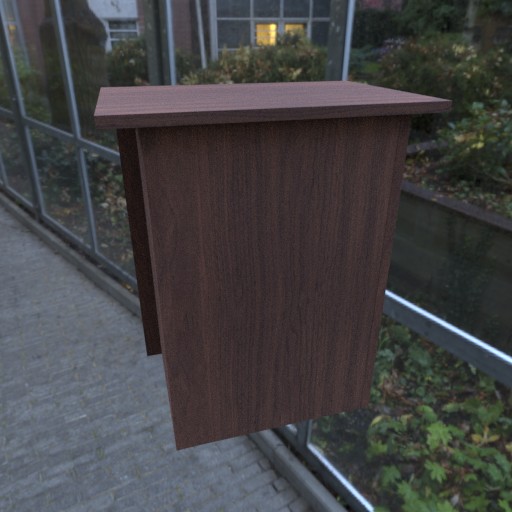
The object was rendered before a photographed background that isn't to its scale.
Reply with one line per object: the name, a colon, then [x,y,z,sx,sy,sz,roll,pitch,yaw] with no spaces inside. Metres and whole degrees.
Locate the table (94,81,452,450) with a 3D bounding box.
table: [0.000,0.000,1.026,0.589,0.711,0.406,-7,27,-14]
